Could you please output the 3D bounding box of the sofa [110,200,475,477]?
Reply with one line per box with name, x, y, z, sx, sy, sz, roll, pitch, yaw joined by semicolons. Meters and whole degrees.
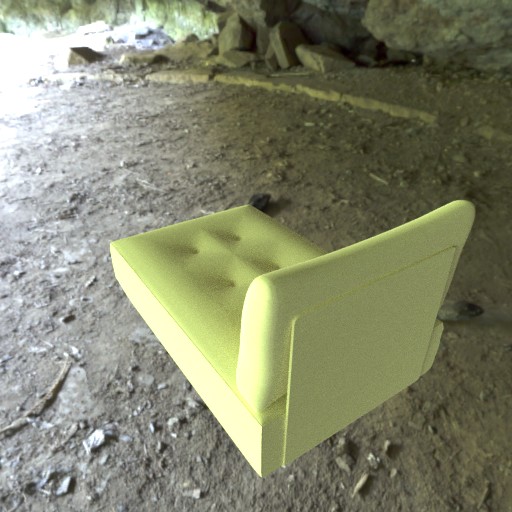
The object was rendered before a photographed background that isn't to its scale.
sofa;0.000;0.000;2.031;0.930;0.820;1.450;-19;35;-29
